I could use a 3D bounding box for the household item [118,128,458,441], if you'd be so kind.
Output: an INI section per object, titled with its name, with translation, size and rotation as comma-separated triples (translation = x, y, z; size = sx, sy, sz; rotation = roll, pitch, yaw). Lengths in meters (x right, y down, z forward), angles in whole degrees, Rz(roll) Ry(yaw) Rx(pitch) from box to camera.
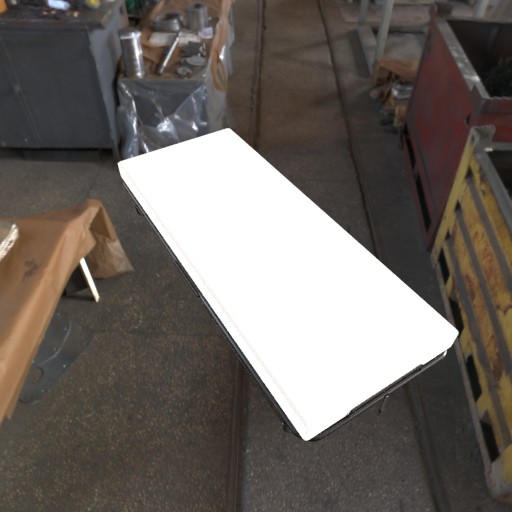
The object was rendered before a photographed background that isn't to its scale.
[household item]
translation = 0.000, 0.000, 2.280
size = 0.787, 0.356, 1.905
rotation = -24, 50, -22
